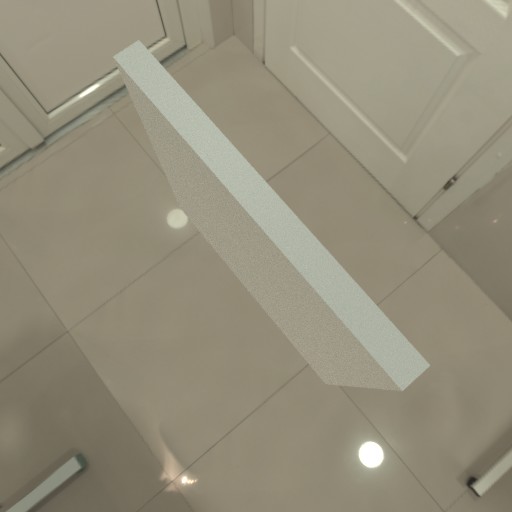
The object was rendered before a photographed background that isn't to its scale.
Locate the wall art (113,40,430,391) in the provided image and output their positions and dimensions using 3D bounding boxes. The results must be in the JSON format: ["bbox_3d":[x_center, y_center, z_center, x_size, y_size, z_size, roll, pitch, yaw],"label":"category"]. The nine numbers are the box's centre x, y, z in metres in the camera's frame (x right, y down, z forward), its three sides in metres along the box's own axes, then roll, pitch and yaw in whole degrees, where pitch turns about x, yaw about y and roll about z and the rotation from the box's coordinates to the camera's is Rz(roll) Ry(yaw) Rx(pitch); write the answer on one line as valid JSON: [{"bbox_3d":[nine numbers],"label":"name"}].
[{"bbox_3d":[0.000,0.000,0.517,0.027,0.355,0.355,-38,78,-10],"label":"wall art"}]
